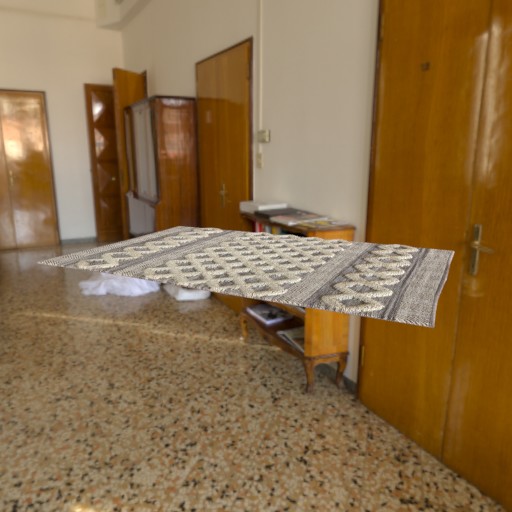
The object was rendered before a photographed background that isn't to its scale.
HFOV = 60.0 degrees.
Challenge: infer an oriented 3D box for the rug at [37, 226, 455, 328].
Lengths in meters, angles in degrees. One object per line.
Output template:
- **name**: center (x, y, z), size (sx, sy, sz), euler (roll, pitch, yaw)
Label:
- **rug**: center (0.000, 0.000, 2.924), size (2.333, 0.033, 1.513), euler (7, 15, 26)
